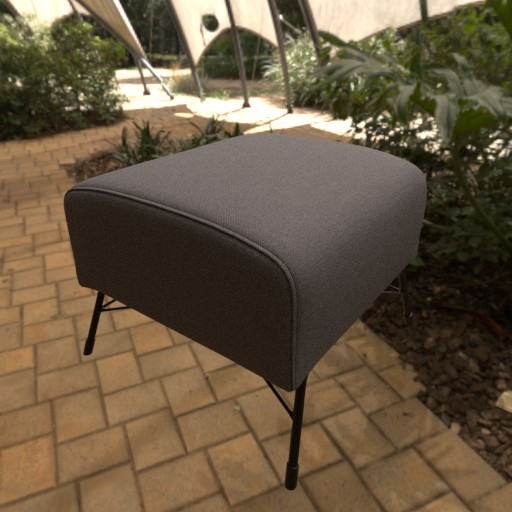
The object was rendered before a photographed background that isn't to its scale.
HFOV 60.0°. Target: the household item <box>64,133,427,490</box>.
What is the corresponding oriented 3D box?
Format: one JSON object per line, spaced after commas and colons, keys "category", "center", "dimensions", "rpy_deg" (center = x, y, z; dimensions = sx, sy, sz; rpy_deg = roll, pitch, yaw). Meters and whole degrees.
{"category": "household item", "center": [0.000, 0.000, 0.894], "dimensions": [0.530, 0.410, 0.530], "rpy_deg": [19, 33, 32]}
